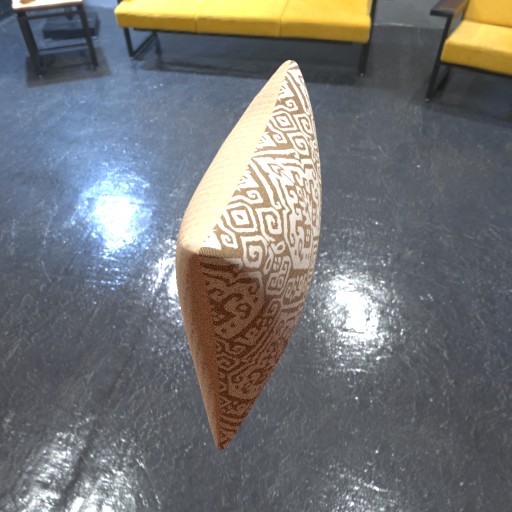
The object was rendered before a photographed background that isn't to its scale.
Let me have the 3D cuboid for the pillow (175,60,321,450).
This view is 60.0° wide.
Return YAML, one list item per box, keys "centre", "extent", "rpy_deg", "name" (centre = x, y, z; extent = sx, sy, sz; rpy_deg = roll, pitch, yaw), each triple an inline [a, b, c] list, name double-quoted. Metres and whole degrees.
- centre: [0.000, 0.000, 0.648]
  extent: [0.173, 0.407, 0.419]
  rpy_deg: [10, 46, 10]
  name: "pillow"
